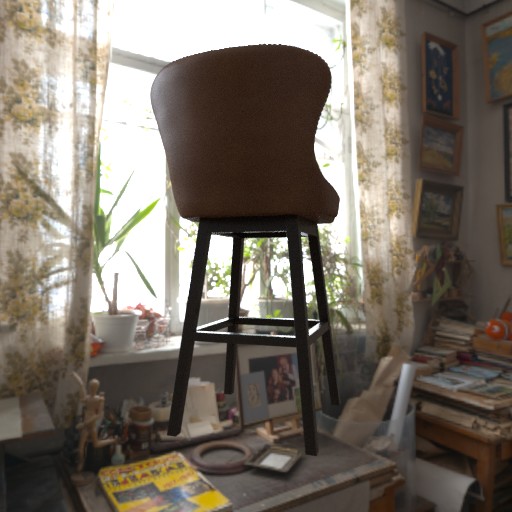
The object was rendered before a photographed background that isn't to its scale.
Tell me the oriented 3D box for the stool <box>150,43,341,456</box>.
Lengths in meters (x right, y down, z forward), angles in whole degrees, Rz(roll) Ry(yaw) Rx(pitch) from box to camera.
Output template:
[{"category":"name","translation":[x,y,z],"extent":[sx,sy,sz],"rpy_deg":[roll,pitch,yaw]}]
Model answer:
[{"category":"stool","translation":[0.000,0.000,1.385],"extent":[0.528,1.050,0.601],"rpy_deg":[0,-1,18]}]
